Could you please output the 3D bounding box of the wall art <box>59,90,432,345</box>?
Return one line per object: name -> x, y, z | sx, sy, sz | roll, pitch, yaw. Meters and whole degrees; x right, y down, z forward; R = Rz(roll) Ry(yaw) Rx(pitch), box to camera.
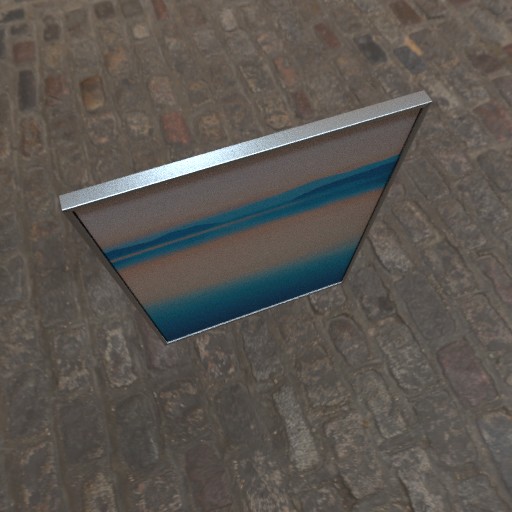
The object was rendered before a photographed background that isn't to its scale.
wall art -> 0.000, 0.000, 1.388 | 0.801, 1.062, 0.037 | -18, 66, -8
